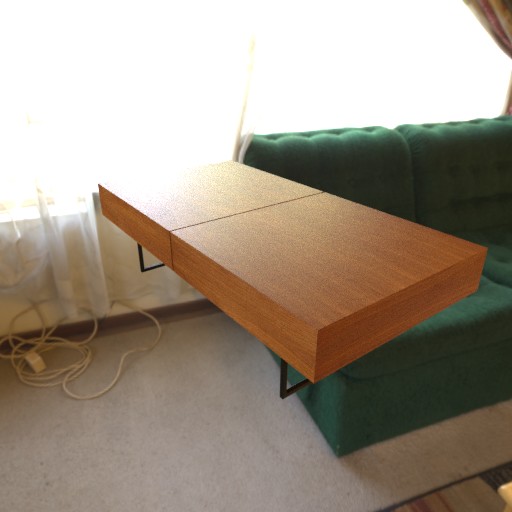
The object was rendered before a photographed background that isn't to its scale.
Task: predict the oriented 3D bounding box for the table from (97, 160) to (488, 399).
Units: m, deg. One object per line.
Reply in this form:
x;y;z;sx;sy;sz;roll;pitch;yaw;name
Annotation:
0.000;0.000;1.487;0.610;0.330;1.194;-18;31;-33;table
